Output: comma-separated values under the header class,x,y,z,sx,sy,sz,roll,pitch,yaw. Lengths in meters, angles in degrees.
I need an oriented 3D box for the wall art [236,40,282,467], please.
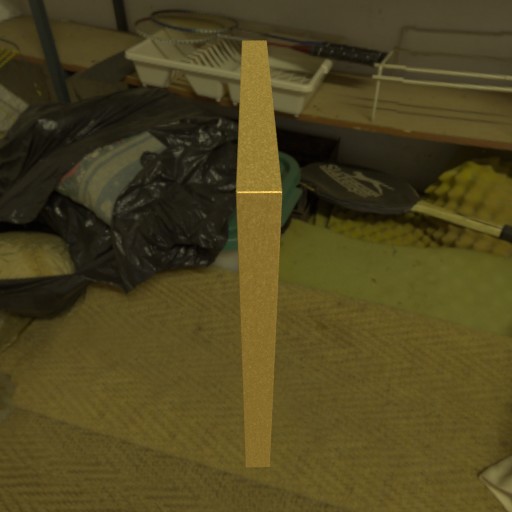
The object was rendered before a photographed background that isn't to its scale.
class,x,y,z,sx,sy,sz,roll,pitch,yaw
wall art,0.000,0.000,0.869,0.048,0.642,0.537,0,41,-1
